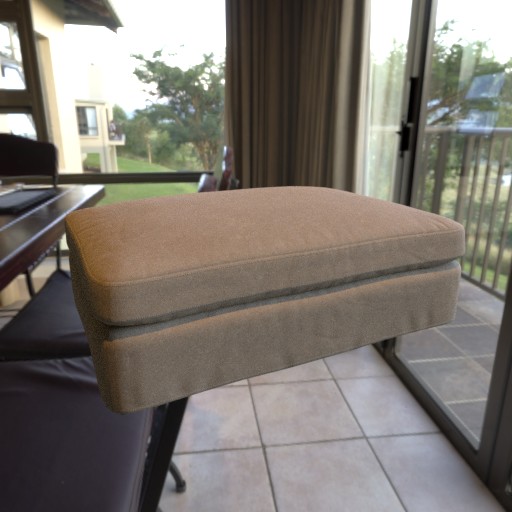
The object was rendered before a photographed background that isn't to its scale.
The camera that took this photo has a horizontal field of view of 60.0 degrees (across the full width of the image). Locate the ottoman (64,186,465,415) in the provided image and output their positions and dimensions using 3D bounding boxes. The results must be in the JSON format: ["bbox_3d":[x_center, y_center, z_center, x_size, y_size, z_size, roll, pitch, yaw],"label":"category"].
[{"bbox_3d":[0.000,0.000,1.580,1.199,0.429,0.840,-9,20,-25],"label":"ottoman"}]
